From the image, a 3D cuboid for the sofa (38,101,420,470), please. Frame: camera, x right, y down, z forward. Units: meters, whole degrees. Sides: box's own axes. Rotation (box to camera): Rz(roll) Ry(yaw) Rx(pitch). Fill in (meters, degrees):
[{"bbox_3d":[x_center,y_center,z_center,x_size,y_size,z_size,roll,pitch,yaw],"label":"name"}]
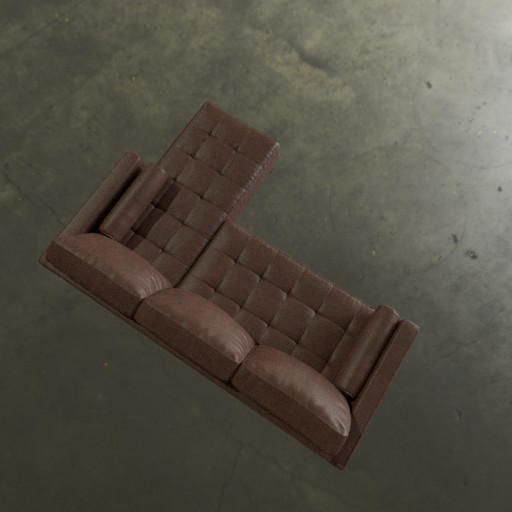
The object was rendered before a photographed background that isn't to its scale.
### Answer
[{"bbox_3d":[0.000,0.000,2.889,2.185,0.841,1.613,32,76,9],"label":"sofa"}]
